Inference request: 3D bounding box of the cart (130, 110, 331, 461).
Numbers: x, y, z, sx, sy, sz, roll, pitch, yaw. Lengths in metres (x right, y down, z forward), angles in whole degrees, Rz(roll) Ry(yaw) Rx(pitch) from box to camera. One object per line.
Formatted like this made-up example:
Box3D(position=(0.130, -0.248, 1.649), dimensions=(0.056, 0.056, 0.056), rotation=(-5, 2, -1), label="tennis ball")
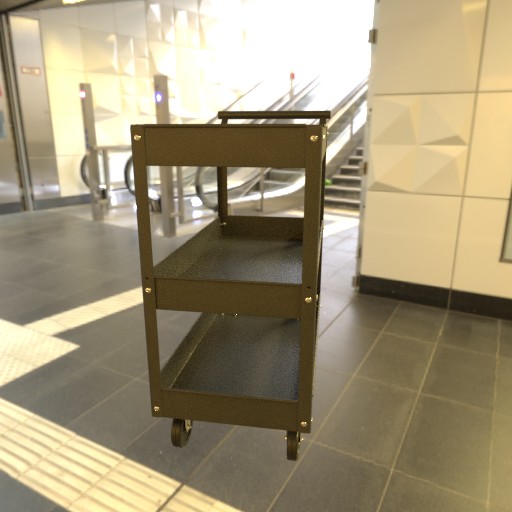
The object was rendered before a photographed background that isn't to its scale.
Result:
Box3D(position=(0.000, 0.000, 1.211), dimensions=(0.366, 0.780, 0.719), rotation=(3, 16, 9), label="cart")
